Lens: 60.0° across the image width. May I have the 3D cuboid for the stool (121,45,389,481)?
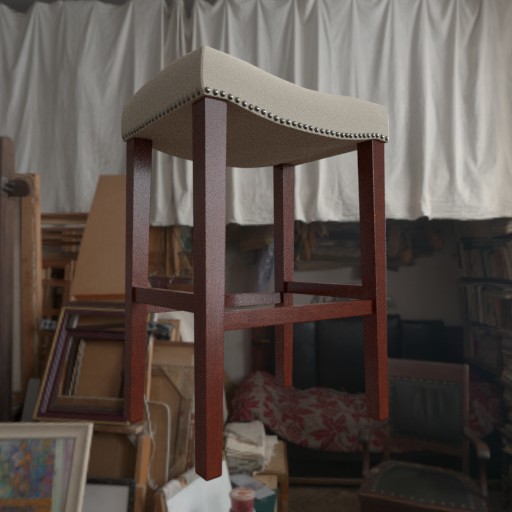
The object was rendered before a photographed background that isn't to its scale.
[{"bbox_3d":[0.000,0.000,1.012,0.504,0.742,0.372,0,-1,-37],"label":"stool"}]
